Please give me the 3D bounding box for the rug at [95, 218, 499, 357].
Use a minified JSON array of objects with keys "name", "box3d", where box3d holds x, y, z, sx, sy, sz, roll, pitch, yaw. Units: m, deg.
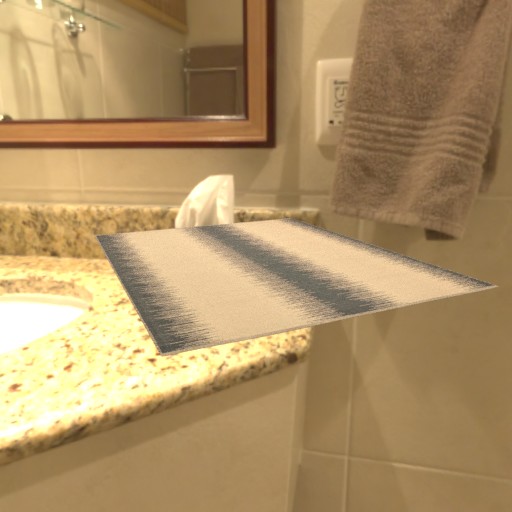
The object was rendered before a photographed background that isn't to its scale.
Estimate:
[{"name":"rug","box3d":[0.000,0.000,3.999,2.453,0.004,3.037,-7,17,-24]}]
